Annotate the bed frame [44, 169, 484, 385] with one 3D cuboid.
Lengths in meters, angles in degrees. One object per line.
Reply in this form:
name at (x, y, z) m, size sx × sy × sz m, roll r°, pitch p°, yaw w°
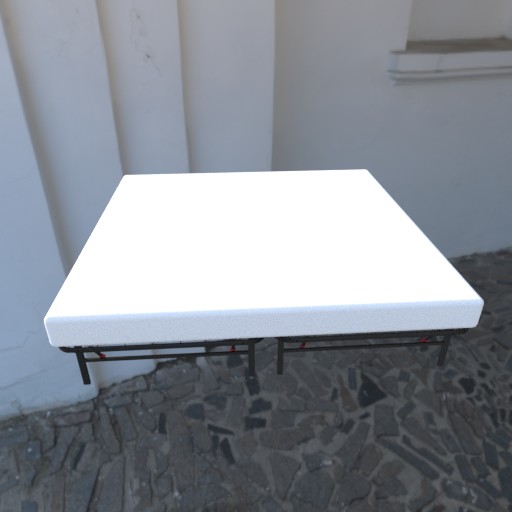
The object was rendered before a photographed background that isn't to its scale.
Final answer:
bed frame at (0.000, 0.000, 2.976) m, size 2.033 × 0.525 × 1.935 m, roll -2°, pitch 30°, yaw -4°
